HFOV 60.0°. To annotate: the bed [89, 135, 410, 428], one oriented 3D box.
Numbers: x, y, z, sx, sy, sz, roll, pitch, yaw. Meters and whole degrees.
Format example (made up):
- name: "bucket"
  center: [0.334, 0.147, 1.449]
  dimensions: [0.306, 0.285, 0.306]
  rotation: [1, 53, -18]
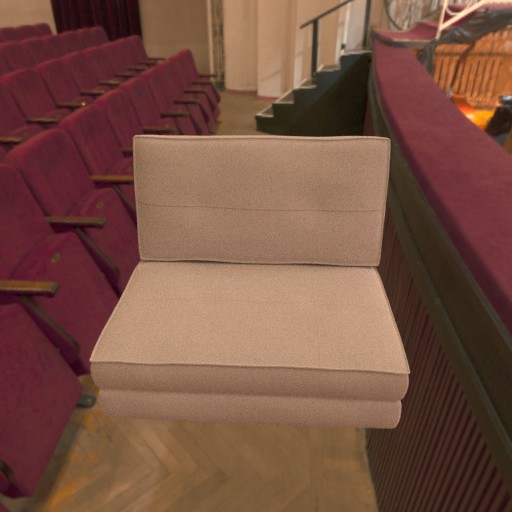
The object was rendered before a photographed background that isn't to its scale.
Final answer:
- name: "bed"
  center: [0.000, 0.000, 1.316]
  dimensions: [0.799, 0.614, 0.749]
  rotation: [1, 31, 2]
